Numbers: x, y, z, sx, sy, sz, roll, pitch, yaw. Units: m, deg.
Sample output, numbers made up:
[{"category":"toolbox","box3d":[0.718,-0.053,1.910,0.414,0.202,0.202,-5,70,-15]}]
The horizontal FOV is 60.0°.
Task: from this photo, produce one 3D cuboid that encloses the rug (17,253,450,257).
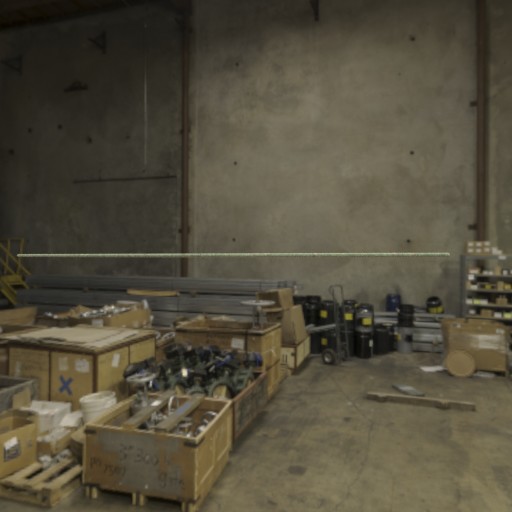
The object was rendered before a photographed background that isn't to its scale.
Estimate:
[{"category":"rug","box3d":[0.000,0.000,4.043,3.039,0.019,2.420,0,0,19]}]
